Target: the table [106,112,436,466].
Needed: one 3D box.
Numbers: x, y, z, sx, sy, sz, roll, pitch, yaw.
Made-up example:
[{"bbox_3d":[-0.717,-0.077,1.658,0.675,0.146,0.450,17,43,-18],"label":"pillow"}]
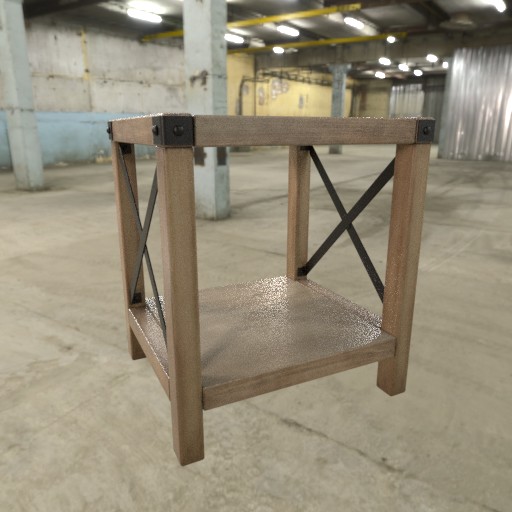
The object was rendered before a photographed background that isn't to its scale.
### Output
[{"bbox_3d":[0.000,0.000,0.947,0.510,0.561,0.459,-8,18,-25],"label":"table"}]
